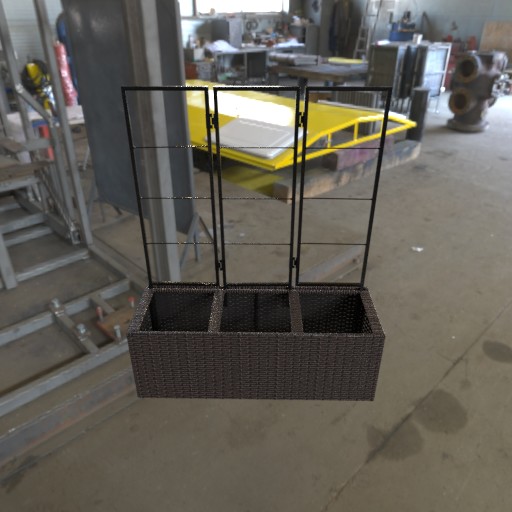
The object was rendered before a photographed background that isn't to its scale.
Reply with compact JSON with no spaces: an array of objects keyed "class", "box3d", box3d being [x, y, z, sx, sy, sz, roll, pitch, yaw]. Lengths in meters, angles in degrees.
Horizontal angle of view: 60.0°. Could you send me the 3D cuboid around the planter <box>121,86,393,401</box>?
[{"class":"planter","box3d":[0.000,0.000,1.207,0.699,0.841,0.244,0,29,1]}]
